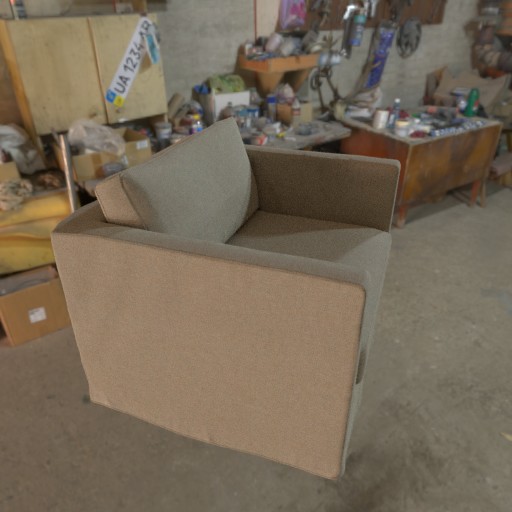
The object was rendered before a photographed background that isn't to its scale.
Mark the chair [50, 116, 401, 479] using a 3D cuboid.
[{"bbox_3d":[0.000,0.000,1.691,0.949,0.863,1.057,10,31,17],"label":"chair"}]
